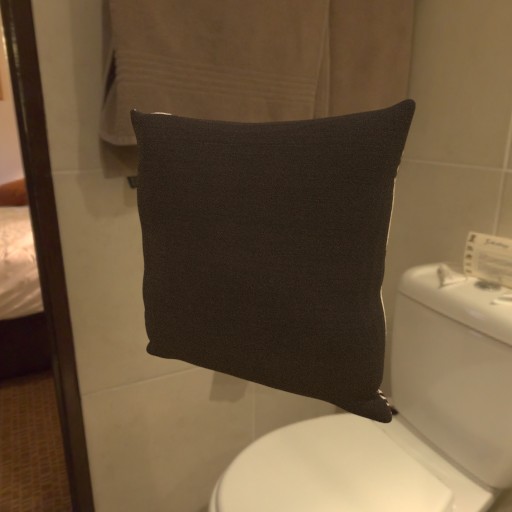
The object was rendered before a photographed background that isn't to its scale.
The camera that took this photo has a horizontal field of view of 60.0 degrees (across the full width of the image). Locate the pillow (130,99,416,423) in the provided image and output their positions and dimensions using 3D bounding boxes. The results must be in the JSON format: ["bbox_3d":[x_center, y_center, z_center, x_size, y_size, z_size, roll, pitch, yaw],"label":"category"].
[{"bbox_3d":[0.000,0.000,0.671,0.440,0.441,0.182,8,19,25],"label":"pillow"}]
